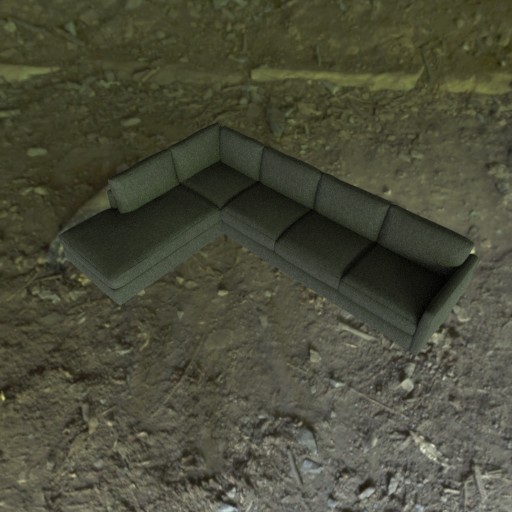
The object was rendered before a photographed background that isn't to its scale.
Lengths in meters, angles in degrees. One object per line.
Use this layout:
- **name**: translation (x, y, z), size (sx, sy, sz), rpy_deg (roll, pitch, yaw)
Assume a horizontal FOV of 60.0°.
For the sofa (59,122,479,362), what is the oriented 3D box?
- **sofa**: translation (0.000, 0.000, 3.740), size (2.949, 0.815, 2.007), rpy_deg (32, 53, 28)
